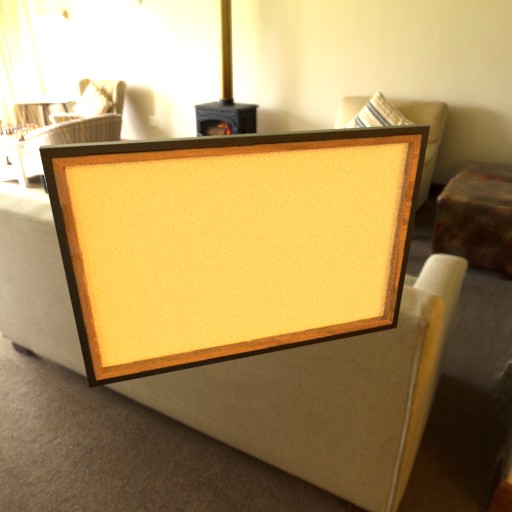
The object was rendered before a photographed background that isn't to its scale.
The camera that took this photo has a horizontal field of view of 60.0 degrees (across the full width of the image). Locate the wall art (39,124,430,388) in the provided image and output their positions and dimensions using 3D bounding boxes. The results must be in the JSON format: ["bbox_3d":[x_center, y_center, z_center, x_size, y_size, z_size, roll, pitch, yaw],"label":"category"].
[{"bbox_3d":[0.000,0.000,0.829,0.659,0.446,0.022,-8,27,-15],"label":"wall art"}]
